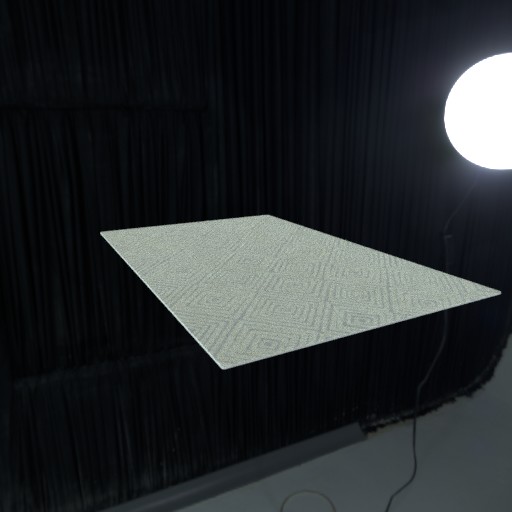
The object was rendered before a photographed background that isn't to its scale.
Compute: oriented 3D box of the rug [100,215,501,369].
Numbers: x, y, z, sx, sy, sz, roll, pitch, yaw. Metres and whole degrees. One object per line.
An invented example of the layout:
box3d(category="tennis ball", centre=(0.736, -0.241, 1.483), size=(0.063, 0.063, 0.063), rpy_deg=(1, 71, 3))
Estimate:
box3d(category="rug", centre=(0.000, 0.000, 2.138), size=(1.143, 0.008, 1.753), rpy_deg=(-9, 18, -27))
